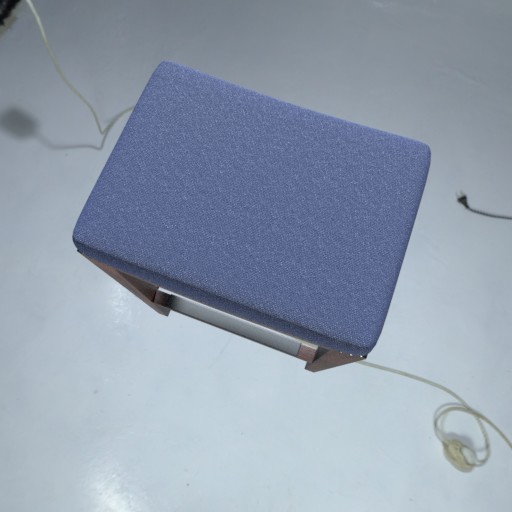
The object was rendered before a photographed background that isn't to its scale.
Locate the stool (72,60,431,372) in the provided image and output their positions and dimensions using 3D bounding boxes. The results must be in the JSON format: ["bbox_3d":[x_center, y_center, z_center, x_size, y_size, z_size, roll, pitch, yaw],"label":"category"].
[{"bbox_3d":[0.000,0.000,1.022,0.498,0.740,0.358,20,75,5],"label":"stool"}]
